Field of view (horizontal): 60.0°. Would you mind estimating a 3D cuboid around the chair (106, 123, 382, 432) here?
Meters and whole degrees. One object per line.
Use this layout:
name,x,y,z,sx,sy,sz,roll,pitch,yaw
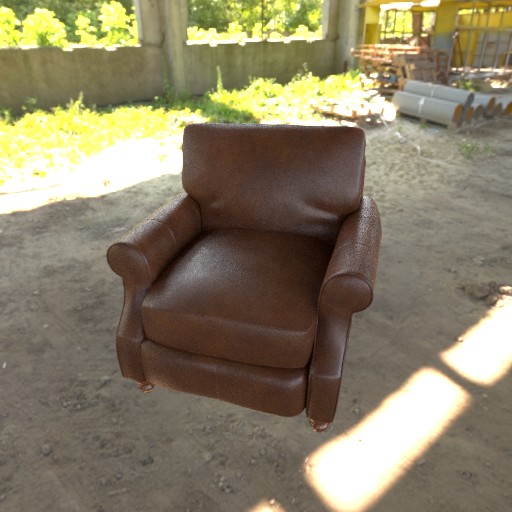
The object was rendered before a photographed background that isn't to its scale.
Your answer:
chair,0.000,0.000,1.855,0.989,0.972,0.992,7,28,14
